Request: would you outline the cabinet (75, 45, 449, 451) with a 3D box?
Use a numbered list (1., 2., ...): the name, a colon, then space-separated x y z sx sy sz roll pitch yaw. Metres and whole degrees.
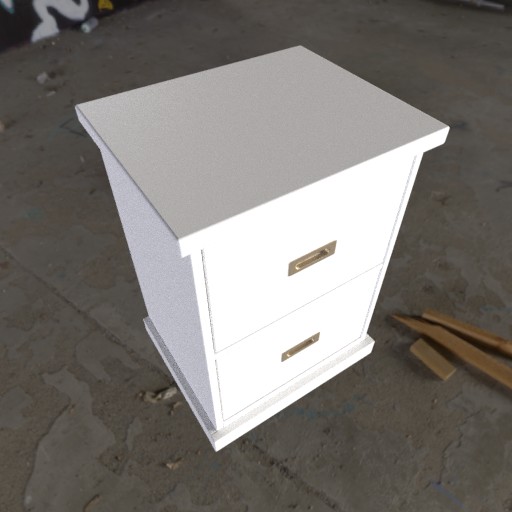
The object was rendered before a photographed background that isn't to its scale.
1. cabinet: 0.000 0.000 1.050 0.520 0.723 0.431 -25 51 -22
